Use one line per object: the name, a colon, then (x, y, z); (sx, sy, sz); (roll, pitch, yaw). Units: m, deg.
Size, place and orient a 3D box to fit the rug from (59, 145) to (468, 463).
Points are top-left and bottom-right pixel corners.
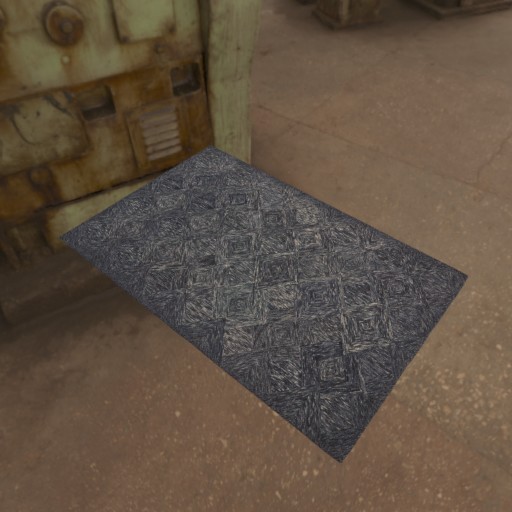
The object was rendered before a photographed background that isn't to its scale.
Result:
rug: (0.000, 0.000, 2.238); (1.754, 0.010, 1.139); (32, 55, 26)
